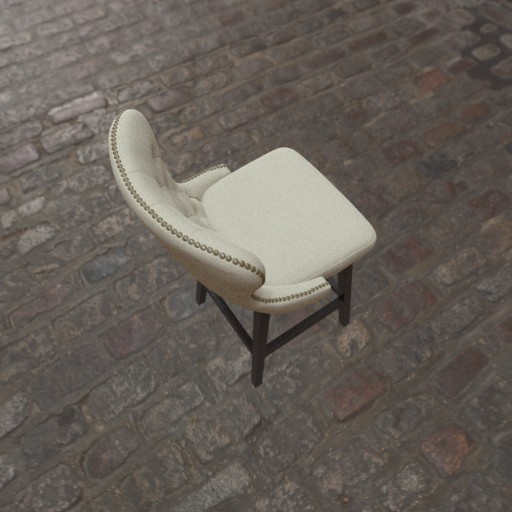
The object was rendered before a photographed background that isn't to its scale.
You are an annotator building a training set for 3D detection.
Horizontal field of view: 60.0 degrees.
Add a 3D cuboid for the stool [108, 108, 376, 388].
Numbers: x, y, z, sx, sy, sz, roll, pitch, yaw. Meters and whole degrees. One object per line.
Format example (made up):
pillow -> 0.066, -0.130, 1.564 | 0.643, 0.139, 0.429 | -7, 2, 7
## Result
stool -> 0.000, 0.000, 1.325 | 0.593, 0.971, 0.528 | -30, 63, -17
